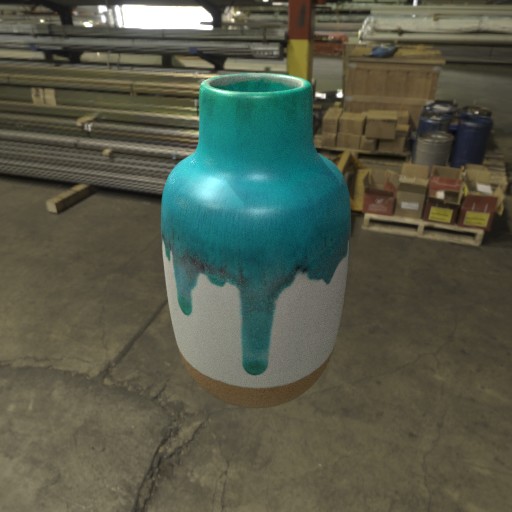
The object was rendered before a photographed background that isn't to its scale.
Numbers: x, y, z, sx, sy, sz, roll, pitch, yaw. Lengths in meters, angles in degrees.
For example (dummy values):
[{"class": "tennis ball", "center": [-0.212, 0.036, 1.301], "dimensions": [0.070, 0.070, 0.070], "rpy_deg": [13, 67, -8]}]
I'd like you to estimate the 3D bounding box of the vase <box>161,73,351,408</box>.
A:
[{"class": "vase", "center": [0.000, 0.000, 0.258], "dimensions": [0.106, 0.192, 0.106], "rpy_deg": [0, 32, 0]}]
